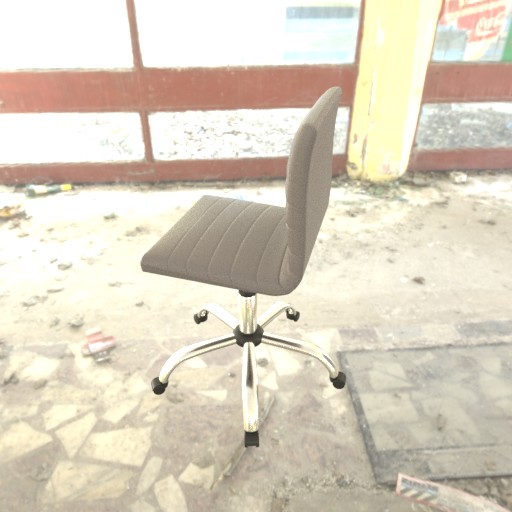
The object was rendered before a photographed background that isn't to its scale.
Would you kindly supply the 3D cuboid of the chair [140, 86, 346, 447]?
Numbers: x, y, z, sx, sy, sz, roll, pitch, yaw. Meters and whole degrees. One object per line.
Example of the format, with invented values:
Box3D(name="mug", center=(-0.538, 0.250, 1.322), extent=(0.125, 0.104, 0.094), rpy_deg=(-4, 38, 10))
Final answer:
Box3D(name="chair", center=(0.000, 0.000, 1.131), extent=(0.530, 0.780, 0.556), rpy_deg=(8, 32, 14))
